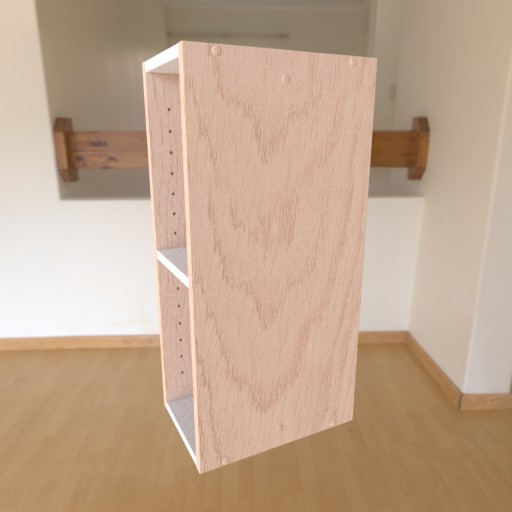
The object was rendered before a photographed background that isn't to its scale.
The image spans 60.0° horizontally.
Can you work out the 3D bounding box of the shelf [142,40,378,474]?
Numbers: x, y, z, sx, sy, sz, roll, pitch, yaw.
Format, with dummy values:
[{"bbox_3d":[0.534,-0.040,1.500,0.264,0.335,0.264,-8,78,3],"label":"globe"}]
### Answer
[{"bbox_3d":[0.000,0.000,0.736,0.290,0.600,0.200,-8,18,-26],"label":"shelf"}]
